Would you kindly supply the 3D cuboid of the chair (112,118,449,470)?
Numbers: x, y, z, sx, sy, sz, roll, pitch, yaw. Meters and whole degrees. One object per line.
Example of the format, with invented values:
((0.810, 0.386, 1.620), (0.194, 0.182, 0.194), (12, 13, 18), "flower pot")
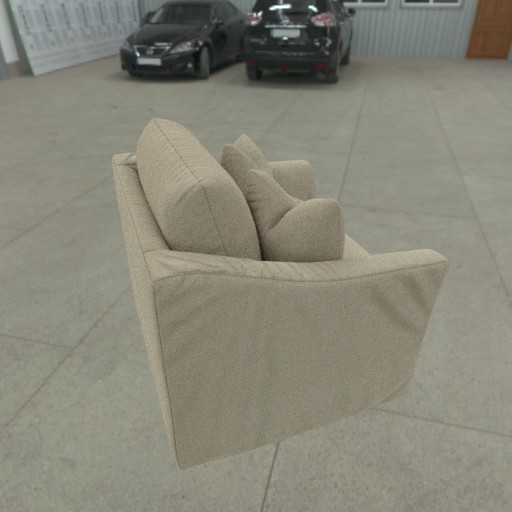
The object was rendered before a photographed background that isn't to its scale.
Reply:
((0.000, 0.000, 1.994), (1.071, 1.093, 1.194), (-11, 33, -18), "chair")
